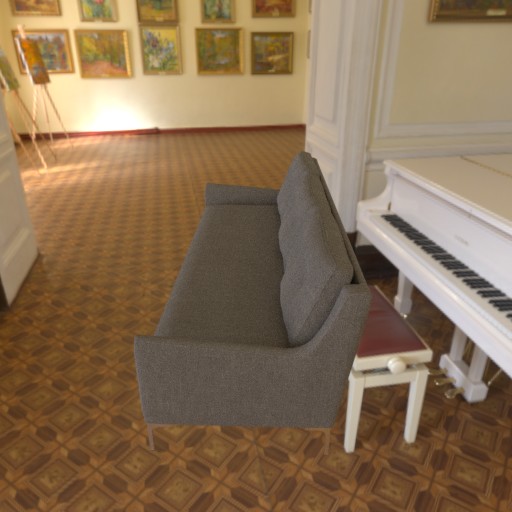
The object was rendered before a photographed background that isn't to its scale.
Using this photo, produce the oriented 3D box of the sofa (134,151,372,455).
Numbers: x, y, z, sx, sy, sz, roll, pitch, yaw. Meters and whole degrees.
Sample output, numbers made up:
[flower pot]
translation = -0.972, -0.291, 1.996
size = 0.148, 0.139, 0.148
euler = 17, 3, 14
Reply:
[sofa]
translation = 0.000, 0.000, 2.553
size = 0.849, 0.837, 2.060
euler = 1, 25, 2
